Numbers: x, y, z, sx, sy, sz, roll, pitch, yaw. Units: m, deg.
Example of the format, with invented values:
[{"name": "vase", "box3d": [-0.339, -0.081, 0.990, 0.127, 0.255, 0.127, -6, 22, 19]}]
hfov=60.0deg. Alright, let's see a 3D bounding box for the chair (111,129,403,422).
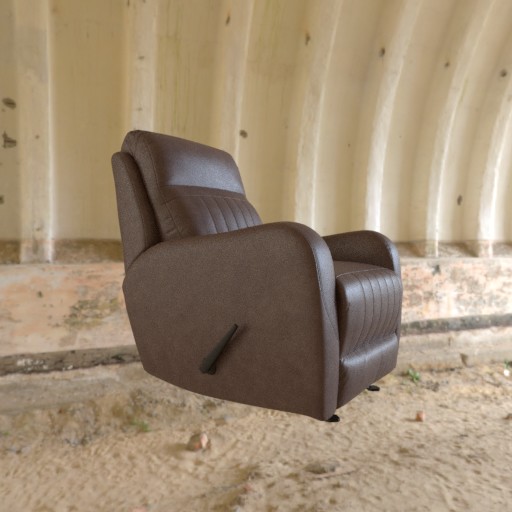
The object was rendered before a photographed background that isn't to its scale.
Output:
[{"name": "chair", "box3d": [0.000, 0.000, 1.842, 1.067, 1.067, 0.865, 0, 1, 35]}]
